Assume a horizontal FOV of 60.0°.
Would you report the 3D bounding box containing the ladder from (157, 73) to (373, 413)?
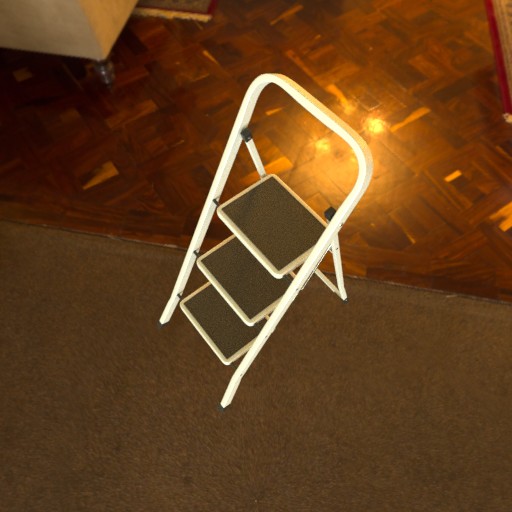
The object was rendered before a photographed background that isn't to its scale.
[{"bbox_3d":[0.000,0.000,1.436,0.711,1.050,0.460,-35,67,-18],"label":"ladder"}]
